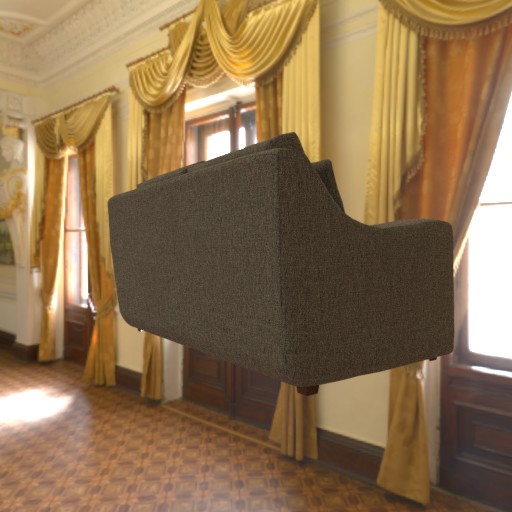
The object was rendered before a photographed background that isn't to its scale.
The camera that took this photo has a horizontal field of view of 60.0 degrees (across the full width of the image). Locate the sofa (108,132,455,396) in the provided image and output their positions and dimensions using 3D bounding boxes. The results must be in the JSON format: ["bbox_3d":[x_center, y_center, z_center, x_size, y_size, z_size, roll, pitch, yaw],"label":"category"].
[{"bbox_3d":[0.000,0.000,2.457,1.120,0.991,1.778,0,1,-36],"label":"sofa"}]
